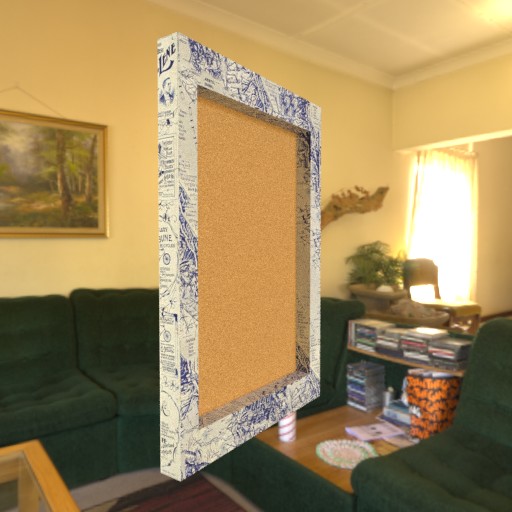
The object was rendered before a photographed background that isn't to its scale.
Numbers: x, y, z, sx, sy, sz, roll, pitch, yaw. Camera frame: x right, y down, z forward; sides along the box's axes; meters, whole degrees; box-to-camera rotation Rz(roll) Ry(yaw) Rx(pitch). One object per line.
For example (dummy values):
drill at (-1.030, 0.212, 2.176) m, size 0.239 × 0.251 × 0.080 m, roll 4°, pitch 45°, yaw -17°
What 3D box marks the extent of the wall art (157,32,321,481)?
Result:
wall art at (0.000, 0.000, 0.768) m, size 0.040 × 0.601 × 0.408 m, roll 1°, pitch 2°, yaw 35°
